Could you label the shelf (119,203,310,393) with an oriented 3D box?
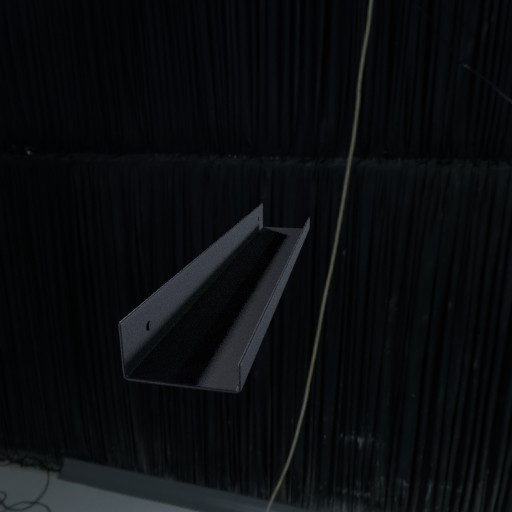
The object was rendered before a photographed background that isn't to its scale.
[{"bbox_3d":[0.000,0.000,0.637,0.102,0.053,0.605,3,16,11],"label":"shelf"}]
